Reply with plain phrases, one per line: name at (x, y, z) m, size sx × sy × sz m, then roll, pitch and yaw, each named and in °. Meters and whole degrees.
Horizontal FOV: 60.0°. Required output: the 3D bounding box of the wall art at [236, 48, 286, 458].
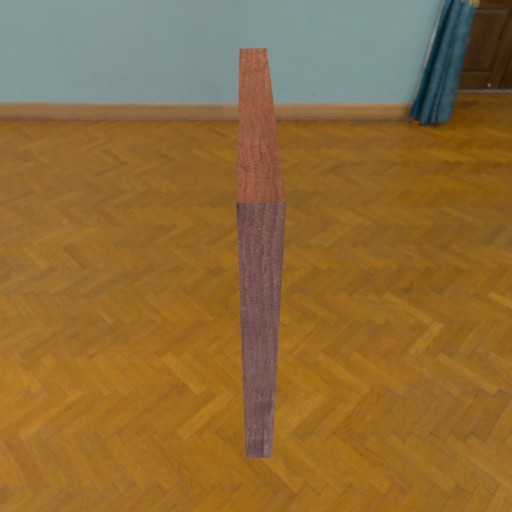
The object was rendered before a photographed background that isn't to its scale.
wall art at (0.000, 0.000, 0.635) m, size 0.039 × 0.449 × 0.377 m, roll -1°, pitch 42°, yaw -1°
